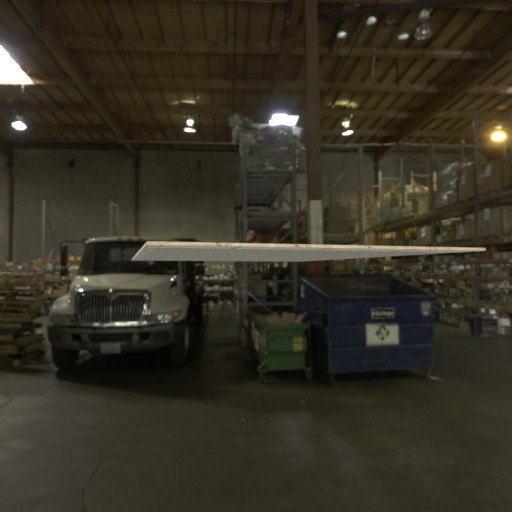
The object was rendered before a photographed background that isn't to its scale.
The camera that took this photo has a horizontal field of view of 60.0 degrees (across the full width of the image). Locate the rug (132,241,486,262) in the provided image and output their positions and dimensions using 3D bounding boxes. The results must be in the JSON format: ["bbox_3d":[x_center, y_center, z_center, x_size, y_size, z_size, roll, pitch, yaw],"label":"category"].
[{"bbox_3d":[0.000,0.000,2.923,1.528,0.014,2.292,1,-2,-17],"label":"rug"}]
